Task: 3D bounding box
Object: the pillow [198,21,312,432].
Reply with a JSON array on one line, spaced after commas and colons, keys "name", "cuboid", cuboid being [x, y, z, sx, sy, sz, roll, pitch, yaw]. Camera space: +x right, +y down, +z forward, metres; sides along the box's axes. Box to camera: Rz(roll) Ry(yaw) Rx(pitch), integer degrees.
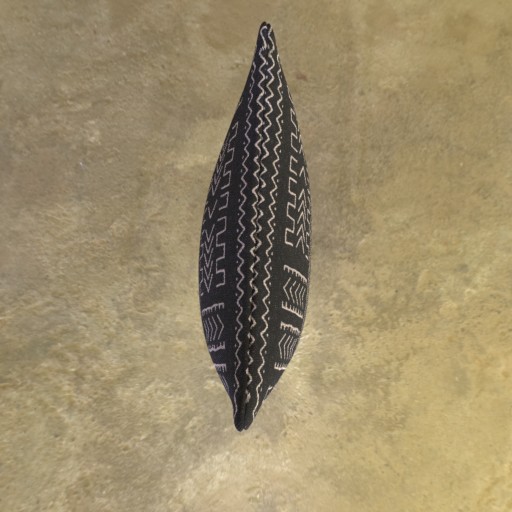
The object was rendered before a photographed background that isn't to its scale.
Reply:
[{"name": "pillow", "cuboid": [0.000, 0.000, 0.646, 0.164, 0.430, 0.438, 3, 76, 1]}]
